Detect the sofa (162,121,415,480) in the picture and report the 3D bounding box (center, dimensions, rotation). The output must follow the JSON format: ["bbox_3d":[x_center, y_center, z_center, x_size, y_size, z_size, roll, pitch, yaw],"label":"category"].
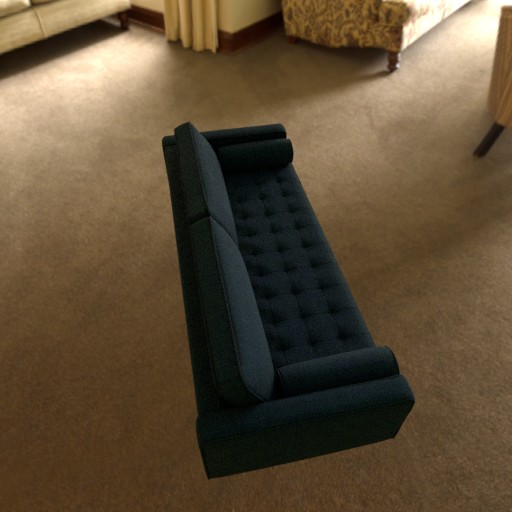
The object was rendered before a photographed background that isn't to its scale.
[{"bbox_3d":[0.000,0.000,2.605,0.914,0.762,2.210,-9,47,-8],"label":"sofa"}]
